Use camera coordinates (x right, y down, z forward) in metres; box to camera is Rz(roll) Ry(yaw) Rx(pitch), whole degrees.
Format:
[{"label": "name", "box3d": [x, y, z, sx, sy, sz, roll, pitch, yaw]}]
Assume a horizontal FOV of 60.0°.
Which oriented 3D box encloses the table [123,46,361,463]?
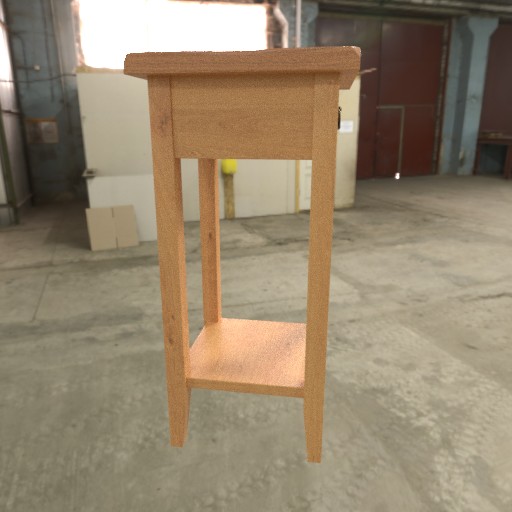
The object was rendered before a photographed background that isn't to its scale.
[{"label": "table", "box3d": [0.000, 0.000, 0.928, 0.360, 0.740, 0.360, 3, 16, 9]}]
